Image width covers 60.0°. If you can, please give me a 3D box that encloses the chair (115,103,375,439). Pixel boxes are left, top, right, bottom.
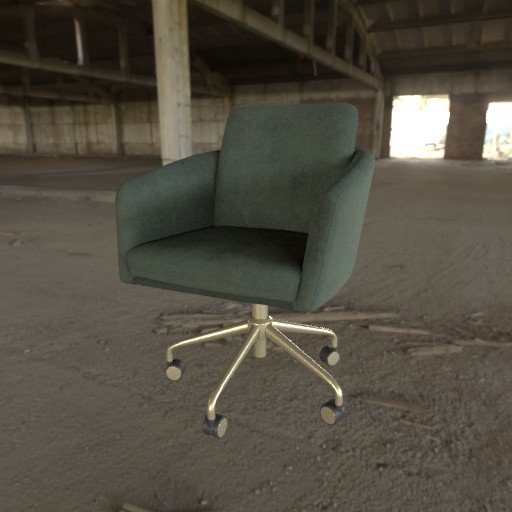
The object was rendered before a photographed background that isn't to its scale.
[{"bbox_3d":[0.000,0.000,1.350,0.641,0.908,0.635,7,17,25],"label":"chair"}]
